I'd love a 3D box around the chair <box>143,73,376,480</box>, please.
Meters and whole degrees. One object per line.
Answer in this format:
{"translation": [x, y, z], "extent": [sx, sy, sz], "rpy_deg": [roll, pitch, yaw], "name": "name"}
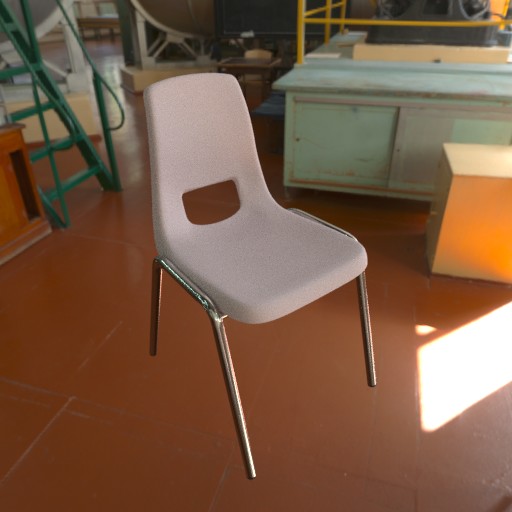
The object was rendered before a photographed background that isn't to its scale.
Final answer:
{"translation": [0.000, 0.000, 0.914], "extent": [0.381, 0.653, 0.436], "rpy_deg": [-23, 38, -33], "name": "chair"}
